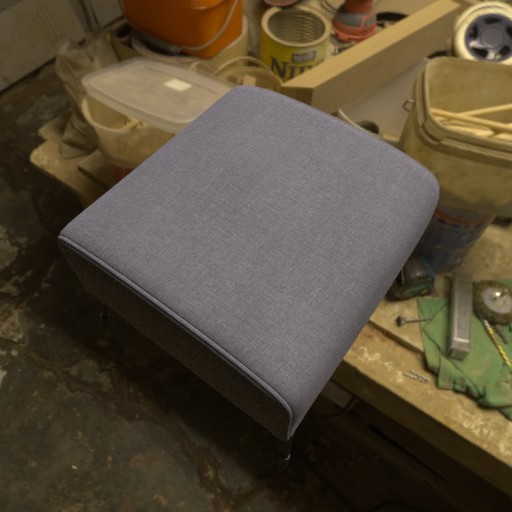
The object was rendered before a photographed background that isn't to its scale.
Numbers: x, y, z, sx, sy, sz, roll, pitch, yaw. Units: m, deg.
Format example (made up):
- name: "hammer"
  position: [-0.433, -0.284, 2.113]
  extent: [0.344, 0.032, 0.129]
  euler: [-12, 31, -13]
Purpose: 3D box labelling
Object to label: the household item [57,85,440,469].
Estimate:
- name: "household item"
  position: [0.000, 0.000, 0.900]
  extent: [0.530, 0.410, 0.530]
  euler: [32, 63, 19]
